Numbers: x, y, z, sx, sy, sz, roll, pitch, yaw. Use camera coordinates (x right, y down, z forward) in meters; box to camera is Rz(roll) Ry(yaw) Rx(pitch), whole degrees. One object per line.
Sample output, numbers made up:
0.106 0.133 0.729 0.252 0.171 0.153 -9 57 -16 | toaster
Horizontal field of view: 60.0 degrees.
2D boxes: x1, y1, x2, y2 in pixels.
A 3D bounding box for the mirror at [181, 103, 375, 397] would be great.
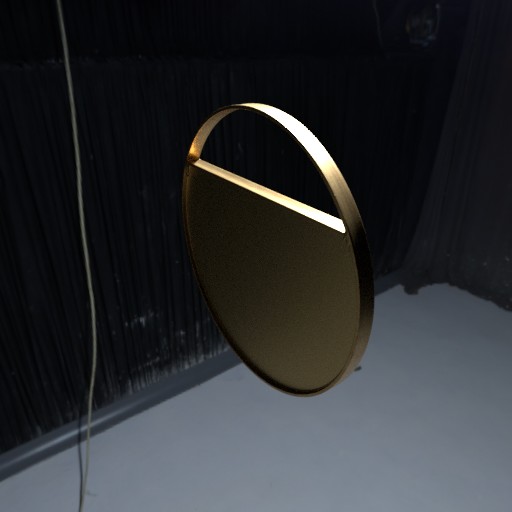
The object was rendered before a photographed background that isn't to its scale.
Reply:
0.000 0.000 0.869 0.032 0.565 0.565 -18 32 -31 | mirror
